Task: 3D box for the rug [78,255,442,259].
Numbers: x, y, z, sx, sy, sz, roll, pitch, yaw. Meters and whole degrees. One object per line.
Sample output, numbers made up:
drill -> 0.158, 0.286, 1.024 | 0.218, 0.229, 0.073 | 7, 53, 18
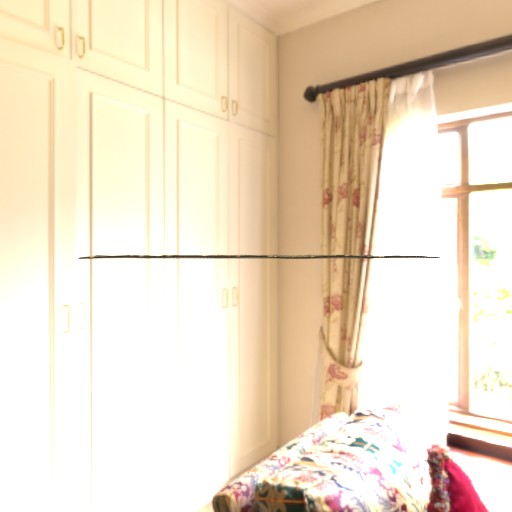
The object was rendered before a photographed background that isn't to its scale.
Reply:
rug -> 0.000, 0.000, 3.078 | 1.529, 0.017, 2.448 | 0, 0, -1
